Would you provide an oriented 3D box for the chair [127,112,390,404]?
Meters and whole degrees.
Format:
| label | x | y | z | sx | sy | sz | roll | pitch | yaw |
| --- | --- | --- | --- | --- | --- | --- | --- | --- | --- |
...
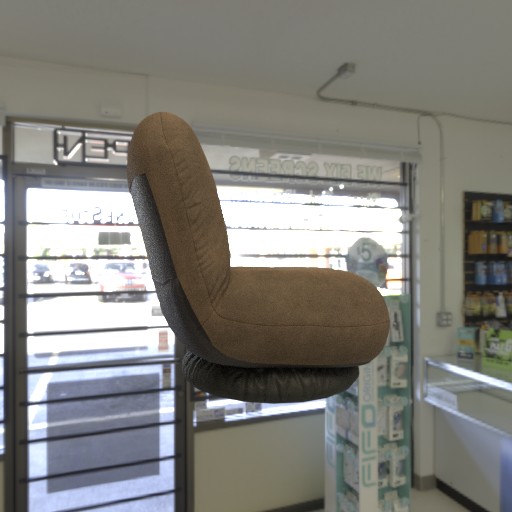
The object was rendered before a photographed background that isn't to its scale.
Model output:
| label | x | y | z | sx | sy | sz | roll | pitch | yaw |
| --- | --- | --- | --- | --- | --- | --- | --- | --- | --- |
| chair | 0.000 | 0.000 | 1.072 | 0.597 | 0.594 | 0.521 | 0 | 0 | -18 |
